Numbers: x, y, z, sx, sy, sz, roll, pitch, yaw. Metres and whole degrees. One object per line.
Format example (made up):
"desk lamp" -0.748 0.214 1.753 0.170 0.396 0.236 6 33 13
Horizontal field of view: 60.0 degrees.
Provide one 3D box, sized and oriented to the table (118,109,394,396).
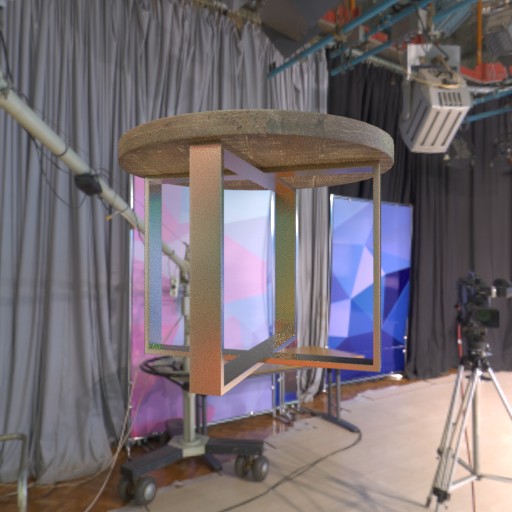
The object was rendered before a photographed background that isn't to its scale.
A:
"table" 0.000 0.000 0.939 0.557 0.437 0.557 0 0 0
